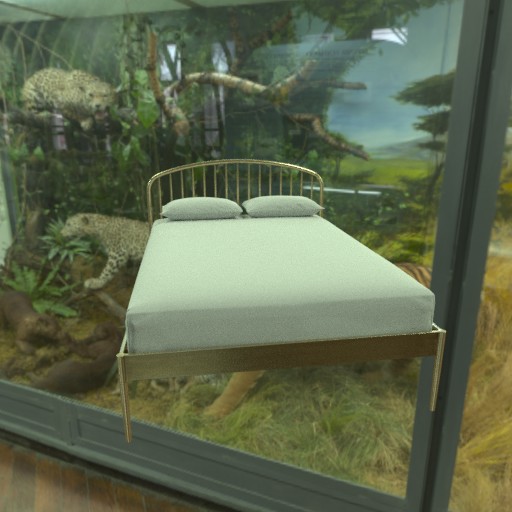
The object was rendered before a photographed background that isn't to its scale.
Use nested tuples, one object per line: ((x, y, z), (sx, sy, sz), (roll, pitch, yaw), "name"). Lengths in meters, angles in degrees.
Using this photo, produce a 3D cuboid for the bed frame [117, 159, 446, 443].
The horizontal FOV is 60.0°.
((0.000, 0.000, 3.095), (1.612, 1.175, 2.152), (-3, 17, -9), "bed frame")
